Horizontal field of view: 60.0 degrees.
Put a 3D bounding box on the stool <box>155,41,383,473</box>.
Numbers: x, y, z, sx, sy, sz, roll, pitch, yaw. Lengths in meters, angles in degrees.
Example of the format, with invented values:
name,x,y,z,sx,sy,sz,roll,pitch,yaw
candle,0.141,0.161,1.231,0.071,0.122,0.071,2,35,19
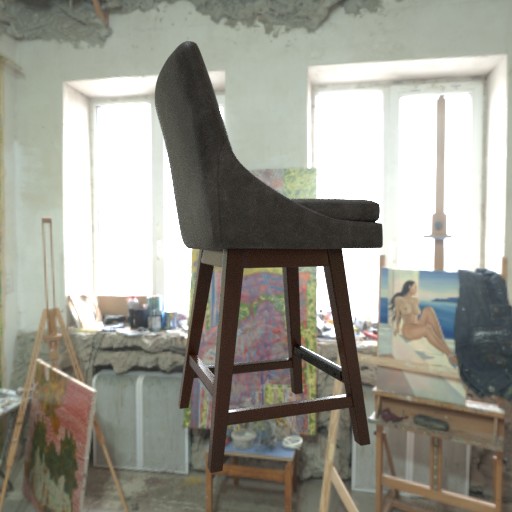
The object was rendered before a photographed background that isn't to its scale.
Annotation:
name,x,y,z,sx,sy,sz,roll,pitch,yaw
stool,0.000,0.000,1.354,0.587,1.046,0.492,-1,2,-20
